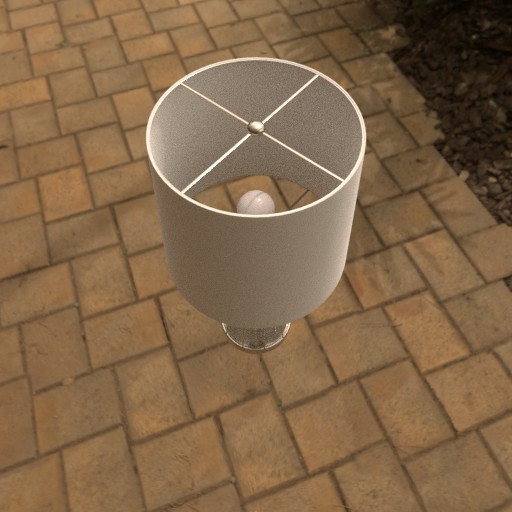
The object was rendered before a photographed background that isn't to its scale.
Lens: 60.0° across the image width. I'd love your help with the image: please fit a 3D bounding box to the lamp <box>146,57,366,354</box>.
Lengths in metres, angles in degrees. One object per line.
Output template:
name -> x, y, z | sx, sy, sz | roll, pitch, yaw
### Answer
lamp -> 0.000, 0.000, 0.786 | 0.303, 0.618, 0.303 | 0, 60, 0
